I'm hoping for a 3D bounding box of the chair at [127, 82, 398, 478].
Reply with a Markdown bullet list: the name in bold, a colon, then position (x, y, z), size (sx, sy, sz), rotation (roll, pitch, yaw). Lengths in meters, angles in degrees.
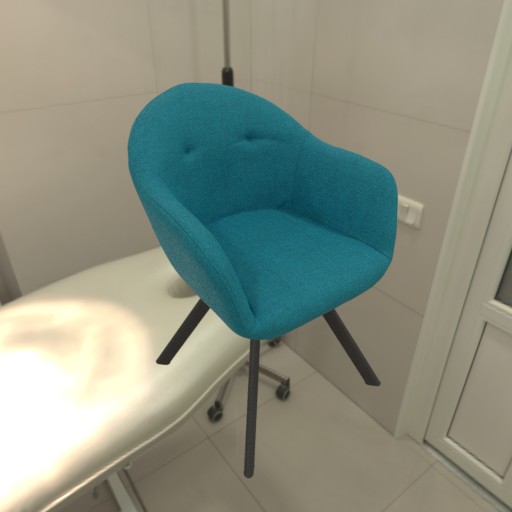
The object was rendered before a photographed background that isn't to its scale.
- **chair**: position (0.000, 0.000, 1.147), size (0.545, 0.775, 0.565), rotation (-22, 38, -31)
